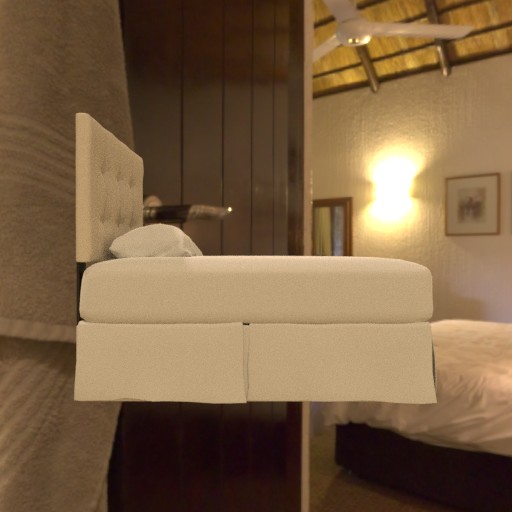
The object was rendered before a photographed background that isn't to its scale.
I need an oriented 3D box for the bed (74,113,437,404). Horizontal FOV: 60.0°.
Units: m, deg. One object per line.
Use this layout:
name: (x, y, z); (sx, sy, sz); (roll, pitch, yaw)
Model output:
bed: (0.000, 0.000, 2.967); (1.997, 1.571, 1.261); (0, 0, 0)
